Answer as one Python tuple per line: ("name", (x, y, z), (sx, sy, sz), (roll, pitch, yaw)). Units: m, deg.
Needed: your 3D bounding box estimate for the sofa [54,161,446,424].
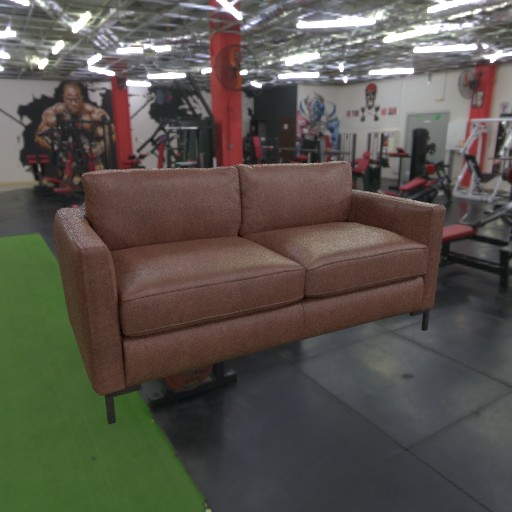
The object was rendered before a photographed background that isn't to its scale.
("sofa", (0.000, 0.000, 2.253), (1.797, 0.883, 0.899), (-9, 18, -28))
